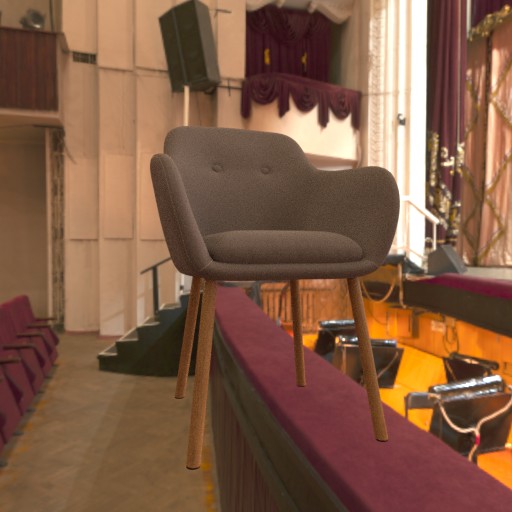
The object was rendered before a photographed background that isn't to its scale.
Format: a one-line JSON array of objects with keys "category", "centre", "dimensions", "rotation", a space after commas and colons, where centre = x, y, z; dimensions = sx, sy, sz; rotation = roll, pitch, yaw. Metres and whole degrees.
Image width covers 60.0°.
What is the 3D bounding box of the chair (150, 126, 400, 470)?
[{"category": "chair", "centre": [0.000, 0.000, 1.209], "dimensions": [0.570, 0.830, 0.590], "rotation": [0, 1, -17]}]
